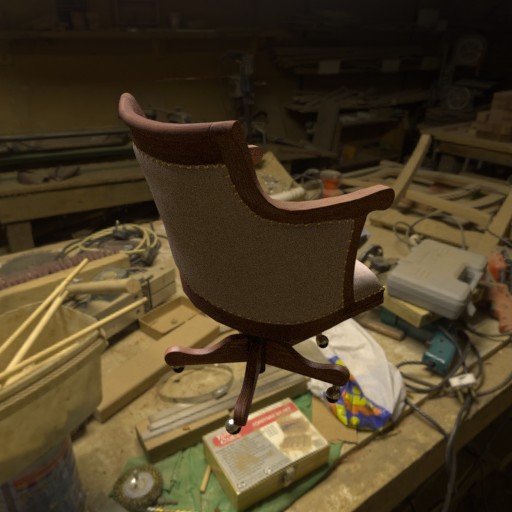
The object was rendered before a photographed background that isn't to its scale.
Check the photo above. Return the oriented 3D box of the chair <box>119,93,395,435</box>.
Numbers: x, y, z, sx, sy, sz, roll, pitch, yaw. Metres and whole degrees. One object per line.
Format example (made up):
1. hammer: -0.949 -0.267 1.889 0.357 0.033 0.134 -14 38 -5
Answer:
1. chair: 0.000 0.000 1.420 0.689 0.965 0.656 -17 31 -31
